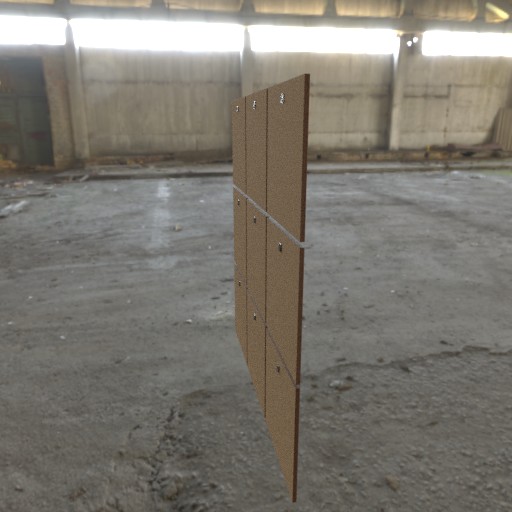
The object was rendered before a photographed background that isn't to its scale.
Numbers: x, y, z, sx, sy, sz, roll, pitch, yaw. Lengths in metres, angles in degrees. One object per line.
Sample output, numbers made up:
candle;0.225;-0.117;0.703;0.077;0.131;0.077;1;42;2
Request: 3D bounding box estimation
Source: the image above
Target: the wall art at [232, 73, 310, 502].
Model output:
wall art;0.000;0.000;1.756;0.019;1.218;1.221;-3;17;-10
